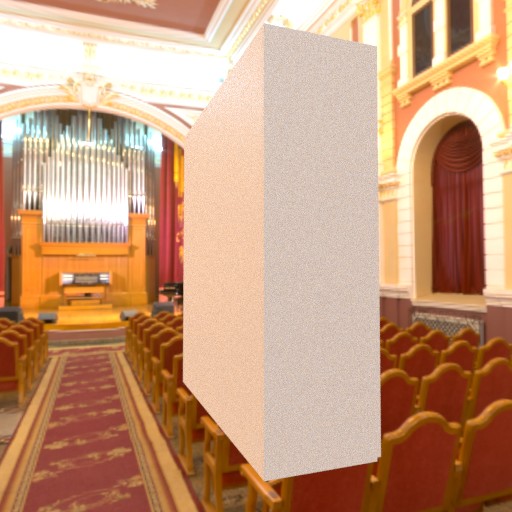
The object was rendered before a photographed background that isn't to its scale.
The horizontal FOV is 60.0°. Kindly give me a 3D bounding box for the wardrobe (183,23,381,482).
[{"bbox_3d":[0.000,0.000,2.907,0.600,2.020,1.830,1,-2,-20],"label":"wardrobe"}]
